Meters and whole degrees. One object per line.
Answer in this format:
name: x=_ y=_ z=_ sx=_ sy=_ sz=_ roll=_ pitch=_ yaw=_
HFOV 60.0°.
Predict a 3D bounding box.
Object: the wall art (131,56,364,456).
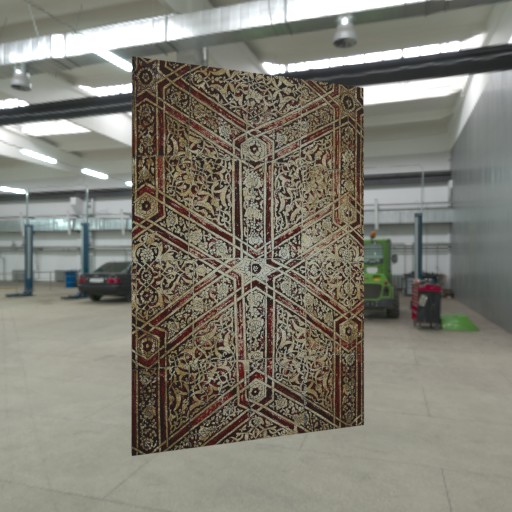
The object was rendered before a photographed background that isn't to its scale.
wall art: x=0.000 y=0.000 z=1.109 sx=0.599 sy=0.904 sz=0.030 roll=0 pitch=0 yaw=-18
